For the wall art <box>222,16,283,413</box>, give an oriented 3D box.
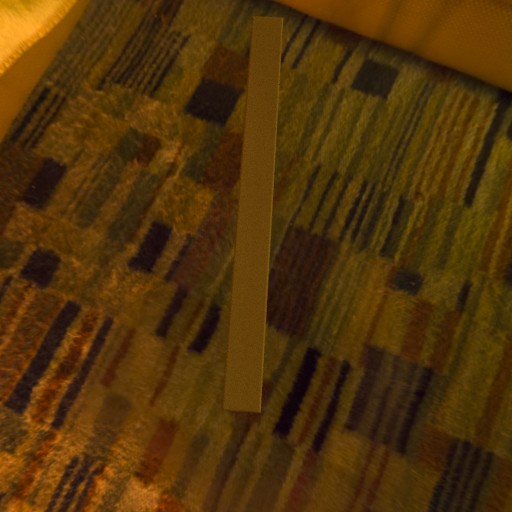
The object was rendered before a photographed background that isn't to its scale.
[{"bbox_3d":[0.000,0.000,0.812,0.040,0.608,0.489,3,76,1],"label":"wall art"}]
